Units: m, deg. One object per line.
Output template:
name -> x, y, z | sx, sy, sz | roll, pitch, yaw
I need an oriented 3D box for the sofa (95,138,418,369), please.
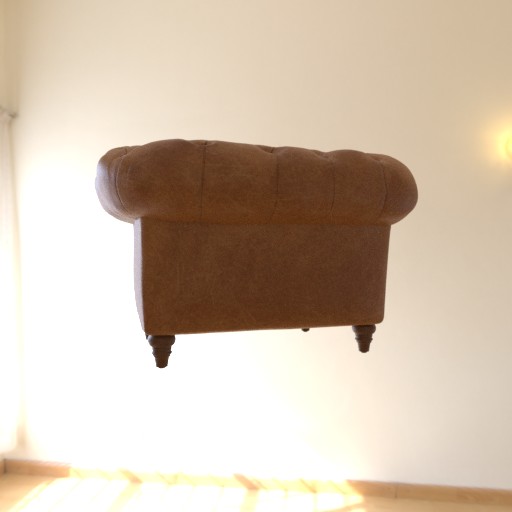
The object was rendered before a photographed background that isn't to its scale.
sofa -> 0.000, 0.000, 2.040 | 1.405, 0.878, 1.033 | 0, 0, -18
